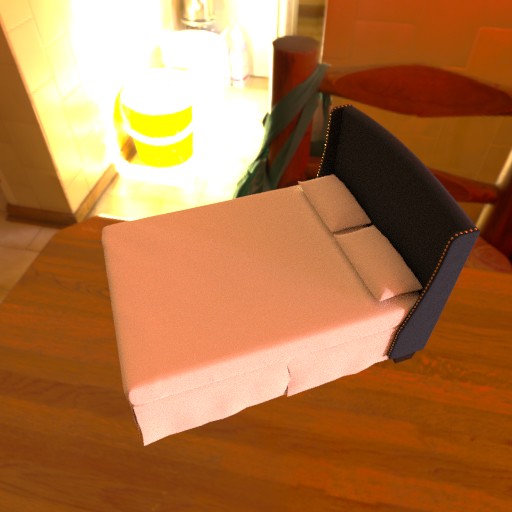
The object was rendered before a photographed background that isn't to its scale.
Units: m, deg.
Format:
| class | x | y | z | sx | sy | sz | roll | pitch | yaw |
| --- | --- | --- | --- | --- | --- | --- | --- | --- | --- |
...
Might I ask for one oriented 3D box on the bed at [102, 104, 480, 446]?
| class | x | y | z | sx | sy | sz | roll | pitch | yaw |
| --- | --- | --- | --- | --- | --- | --- | --- | --- | --- |
| bed | 0.000 | 0.000 | 3.231 | 2.223 | 1.402 | 1.604 | -14 | 47 | -13 |
